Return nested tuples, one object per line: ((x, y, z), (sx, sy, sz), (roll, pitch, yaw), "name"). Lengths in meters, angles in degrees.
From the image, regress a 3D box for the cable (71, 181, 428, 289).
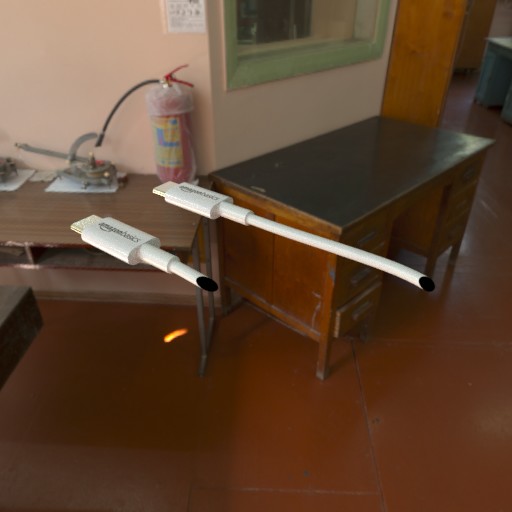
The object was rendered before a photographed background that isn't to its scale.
((0.000, 0.000, 0.110), (0.098, 0.005, 0.041), (22, 39, 30), "cable")
